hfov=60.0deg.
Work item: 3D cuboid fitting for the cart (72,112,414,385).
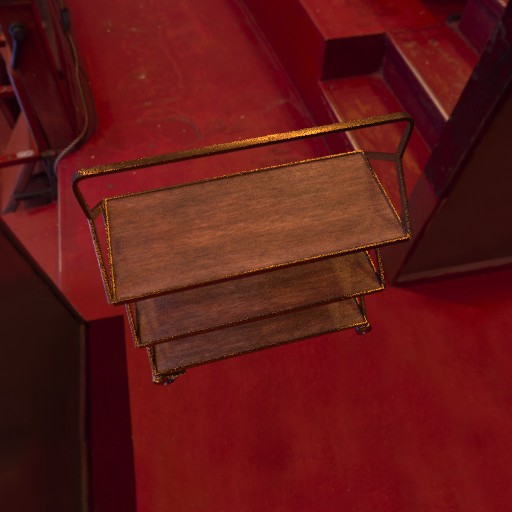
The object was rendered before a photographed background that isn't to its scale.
[{"bbox_3d":[0.000,0.000,1.184,0.723,0.805,0.313,-12,58,-8],"label":"cart"}]
